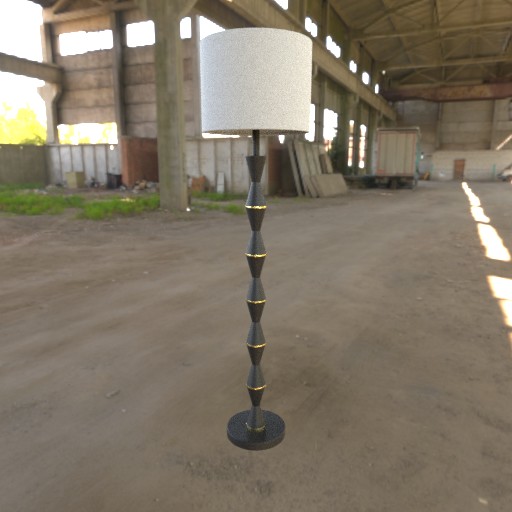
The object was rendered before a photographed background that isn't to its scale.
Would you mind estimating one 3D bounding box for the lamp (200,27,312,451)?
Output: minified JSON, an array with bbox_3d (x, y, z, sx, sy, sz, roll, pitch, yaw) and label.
[{"bbox_3d":[0.000,0.000,1.667,0.381,1.480,0.381,-2,12,-9],"label":"lamp"}]
